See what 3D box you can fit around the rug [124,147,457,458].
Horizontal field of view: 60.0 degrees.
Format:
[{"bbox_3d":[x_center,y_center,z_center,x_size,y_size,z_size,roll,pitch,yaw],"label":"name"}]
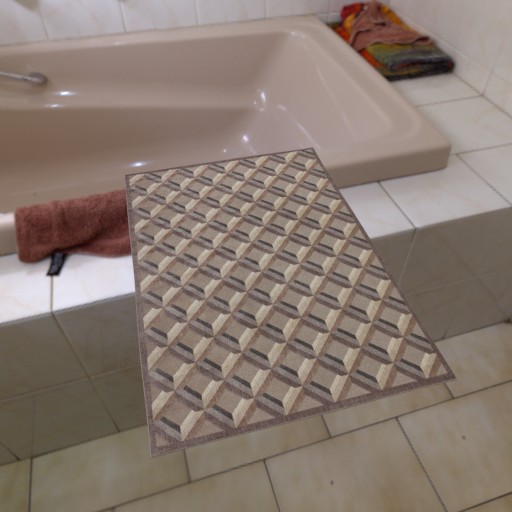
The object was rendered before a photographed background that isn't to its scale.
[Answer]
[{"bbox_3d":[0.000,0.000,2.937,1.600,0.013,2.260,-11,47,-10],"label":"rug"}]
